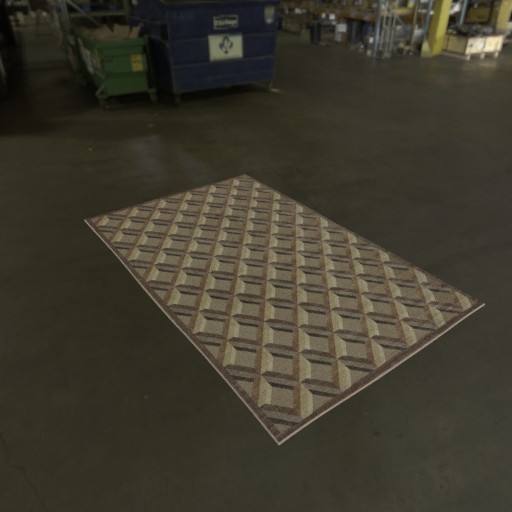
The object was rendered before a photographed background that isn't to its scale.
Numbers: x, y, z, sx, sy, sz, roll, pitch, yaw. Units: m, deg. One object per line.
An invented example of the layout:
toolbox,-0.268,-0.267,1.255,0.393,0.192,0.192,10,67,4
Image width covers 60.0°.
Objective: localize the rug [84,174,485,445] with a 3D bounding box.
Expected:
rug,0.000,0.000,2.086,1.066,0.011,1.677,-22,39,-30
